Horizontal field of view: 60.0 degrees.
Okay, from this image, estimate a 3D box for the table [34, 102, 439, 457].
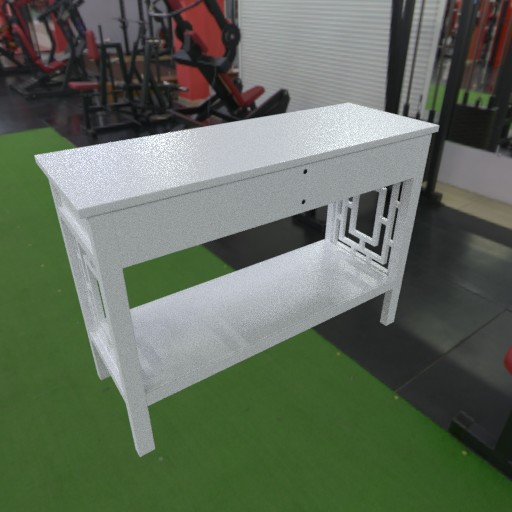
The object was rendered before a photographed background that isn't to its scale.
[{"bbox_3d":[0.000,0.000,1.410,1.068,0.753,0.397,-19,36,-29],"label":"table"}]
